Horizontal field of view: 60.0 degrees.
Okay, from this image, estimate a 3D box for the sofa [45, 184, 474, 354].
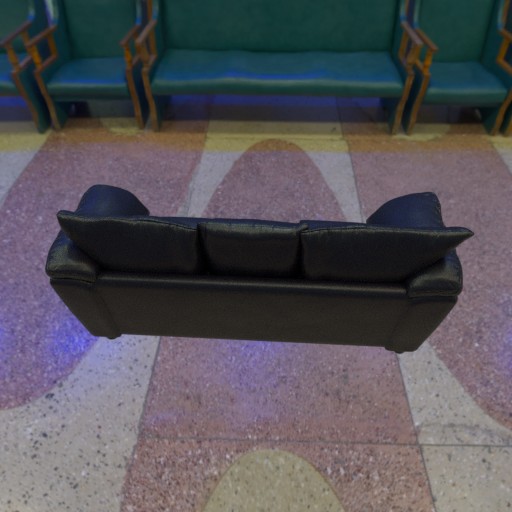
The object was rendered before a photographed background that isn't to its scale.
[{"bbox_3d":[0.000,0.000,2.811,2.336,1.073,0.880,2,45,2],"label":"sofa"}]
